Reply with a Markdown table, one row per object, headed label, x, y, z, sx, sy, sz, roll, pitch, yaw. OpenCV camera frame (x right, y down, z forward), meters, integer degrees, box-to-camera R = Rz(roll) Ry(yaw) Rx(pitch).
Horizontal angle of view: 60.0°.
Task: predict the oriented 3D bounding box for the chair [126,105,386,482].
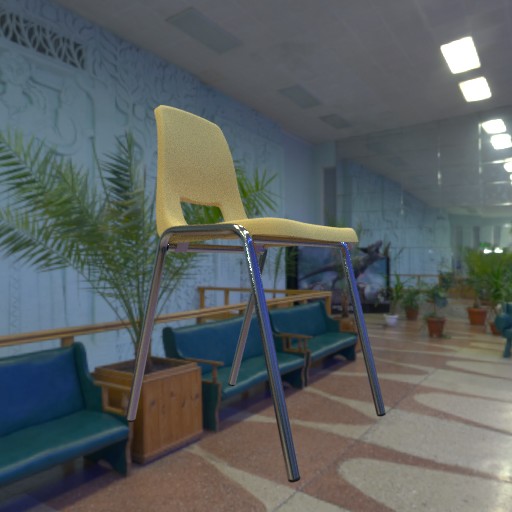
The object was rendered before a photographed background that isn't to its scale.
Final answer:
| label | x | y | z | sx | sy | sz | roll | pitch | yaw |
| --- | --- | --- | --- | --- | --- | --- | --- | --- | --- |
| chair | 0.000 | 0.000 | 0.957 | 0.436 | 0.704 | 0.381 | -1 | -1 | 37 |
